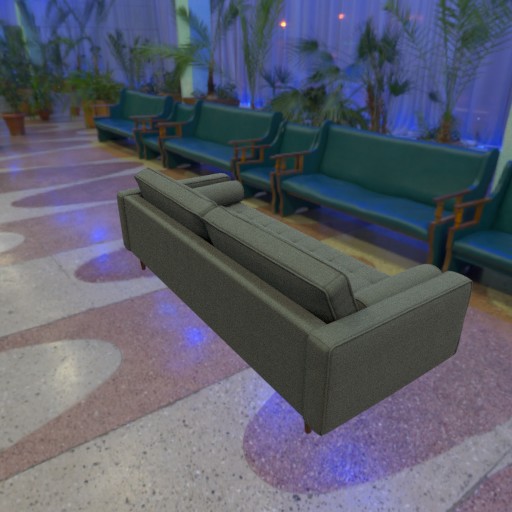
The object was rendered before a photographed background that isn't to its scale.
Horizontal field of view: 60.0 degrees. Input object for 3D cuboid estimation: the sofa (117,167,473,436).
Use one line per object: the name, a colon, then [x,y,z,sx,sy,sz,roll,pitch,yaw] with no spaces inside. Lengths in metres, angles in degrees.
sofa: [0.000,0.000,2.651,0.914,0.762,2.198,-17,31,-31]
